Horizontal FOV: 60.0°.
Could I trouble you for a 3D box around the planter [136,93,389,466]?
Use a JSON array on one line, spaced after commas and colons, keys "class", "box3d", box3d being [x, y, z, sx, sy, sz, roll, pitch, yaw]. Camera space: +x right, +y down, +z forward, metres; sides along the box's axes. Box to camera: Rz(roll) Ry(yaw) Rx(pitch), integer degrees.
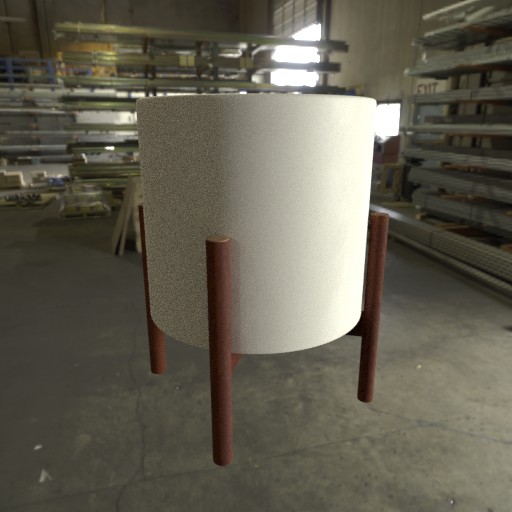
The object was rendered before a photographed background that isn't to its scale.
[{"class": "planter", "box3d": [0.000, 0.000, 0.877, 0.420, 0.581, 0.421, -9, 19, -27]}]
